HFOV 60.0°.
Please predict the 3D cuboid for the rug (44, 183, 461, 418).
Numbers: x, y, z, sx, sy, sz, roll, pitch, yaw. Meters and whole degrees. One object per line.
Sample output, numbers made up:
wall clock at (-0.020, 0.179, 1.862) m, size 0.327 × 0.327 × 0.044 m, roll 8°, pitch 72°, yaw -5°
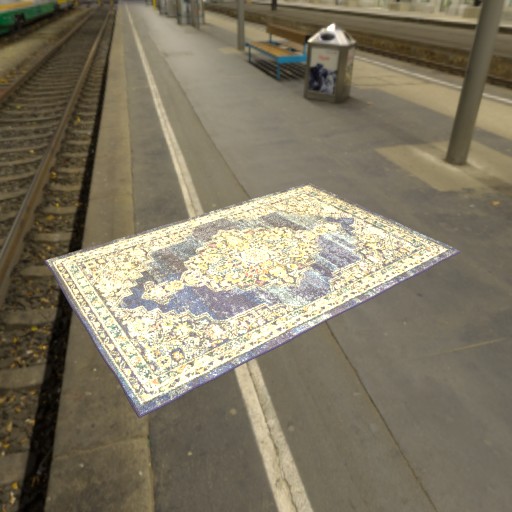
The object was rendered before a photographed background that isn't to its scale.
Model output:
rug at (0.000, 0.000, 2.264) m, size 1.781 × 0.012 × 1.184 m, roll -21°, pitch 37°, yaw -30°
